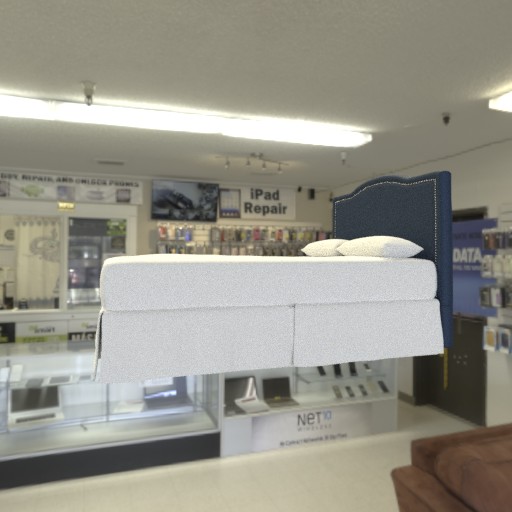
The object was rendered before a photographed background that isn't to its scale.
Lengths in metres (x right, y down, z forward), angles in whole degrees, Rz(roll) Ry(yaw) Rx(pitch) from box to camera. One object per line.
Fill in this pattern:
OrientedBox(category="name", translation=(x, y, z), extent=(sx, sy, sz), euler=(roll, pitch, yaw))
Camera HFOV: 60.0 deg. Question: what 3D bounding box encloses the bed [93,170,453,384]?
OrientedBox(category="bed", translation=(0.000, 0.000, 3.657), extent=(2.507, 1.441, 1.741), euler=(0, 0, -18))
